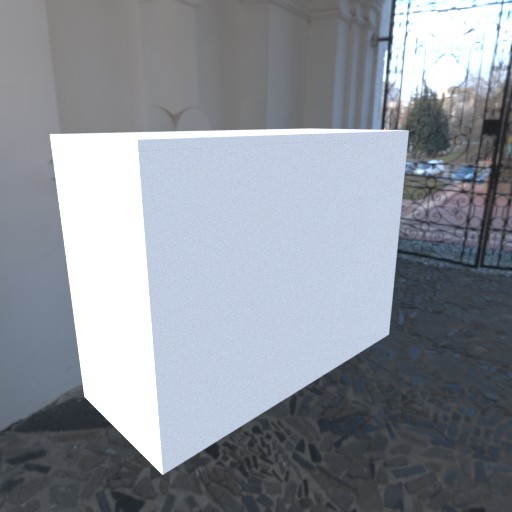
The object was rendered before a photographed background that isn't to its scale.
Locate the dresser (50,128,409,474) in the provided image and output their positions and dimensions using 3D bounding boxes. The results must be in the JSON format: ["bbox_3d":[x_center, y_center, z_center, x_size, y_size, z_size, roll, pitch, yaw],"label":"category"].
[{"bbox_3d":[0.000,0.000,1.522,1.100,0.820,0.460,-16,23,-42],"label":"dresser"}]
